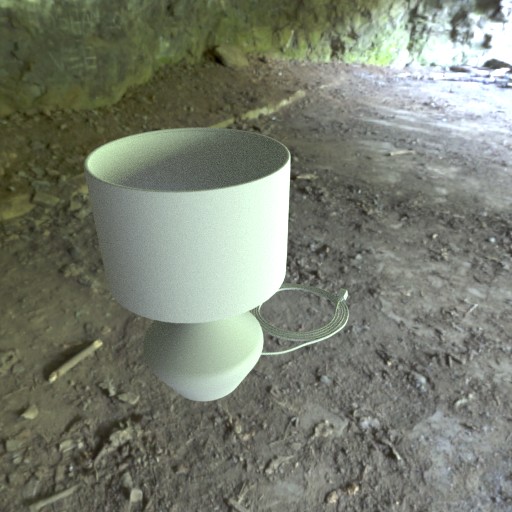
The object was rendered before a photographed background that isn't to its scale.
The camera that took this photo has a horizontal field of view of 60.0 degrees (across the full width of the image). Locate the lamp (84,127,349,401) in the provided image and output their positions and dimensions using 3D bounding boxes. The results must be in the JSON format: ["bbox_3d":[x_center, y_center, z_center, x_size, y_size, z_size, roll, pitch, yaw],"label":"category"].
[{"bbox_3d":[0.000,0.000,0.856,0.546,0.457,0.401,-9,32,-15],"label":"lamp"}]
